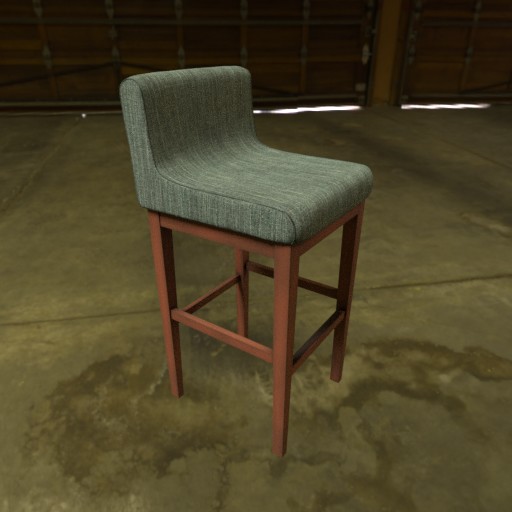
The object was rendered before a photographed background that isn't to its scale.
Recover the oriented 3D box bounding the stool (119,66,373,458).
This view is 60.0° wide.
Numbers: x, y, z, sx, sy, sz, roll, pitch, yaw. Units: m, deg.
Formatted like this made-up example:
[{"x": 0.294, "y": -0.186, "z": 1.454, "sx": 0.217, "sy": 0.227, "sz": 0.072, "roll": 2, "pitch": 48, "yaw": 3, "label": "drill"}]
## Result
[{"x": 0.000, "y": 0.000, "z": 1.256, "sx": 0.499, "sy": 0.965, "sz": 0.426, "roll": 17, "pitch": 32, "yaw": 31, "label": "stool"}]
